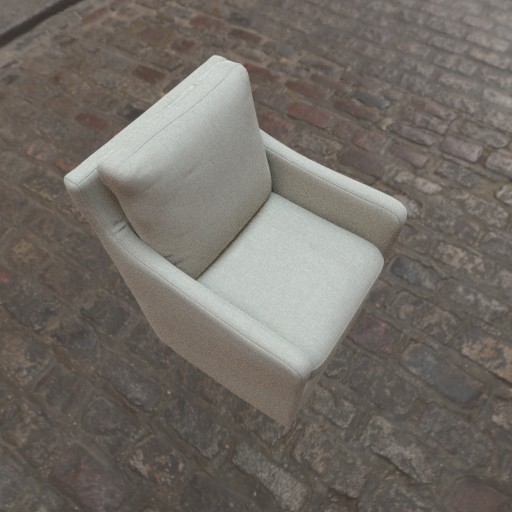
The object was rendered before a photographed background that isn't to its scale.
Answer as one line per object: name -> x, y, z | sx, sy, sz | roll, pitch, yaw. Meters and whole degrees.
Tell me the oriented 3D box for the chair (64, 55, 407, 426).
chair -> 0.000, 0.000, 1.371 | 0.694, 0.914, 0.626 | 30, 62, 18
